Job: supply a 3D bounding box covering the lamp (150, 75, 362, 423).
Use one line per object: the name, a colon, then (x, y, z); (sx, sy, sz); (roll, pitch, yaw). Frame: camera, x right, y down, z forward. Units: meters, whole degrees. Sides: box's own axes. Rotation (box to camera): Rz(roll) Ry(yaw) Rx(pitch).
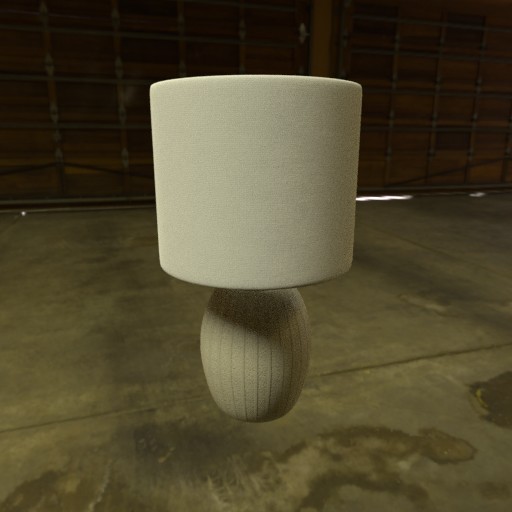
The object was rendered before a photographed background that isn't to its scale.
lamp: (0.000, 0.000, 0.773); (0.329, 0.570, 0.329); (8, 17, 27)
